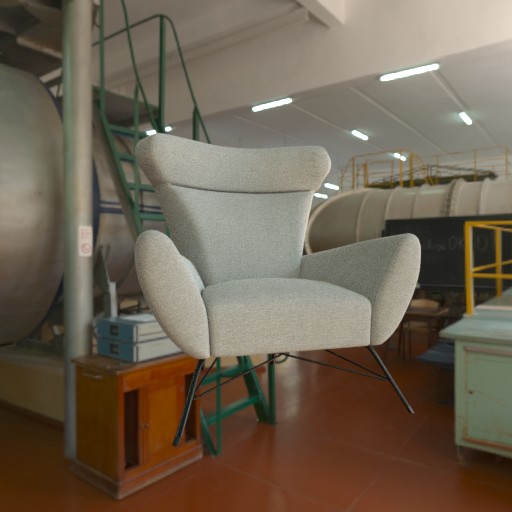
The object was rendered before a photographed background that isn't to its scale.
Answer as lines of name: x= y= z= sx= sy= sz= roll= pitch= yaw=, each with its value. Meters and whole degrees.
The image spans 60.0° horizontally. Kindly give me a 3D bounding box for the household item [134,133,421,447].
household item: x=0.000 y=0.000 z=1.780 sx=0.980 sy=1.050 sz=0.900 roll=0 pitch=1 yaw=-18
